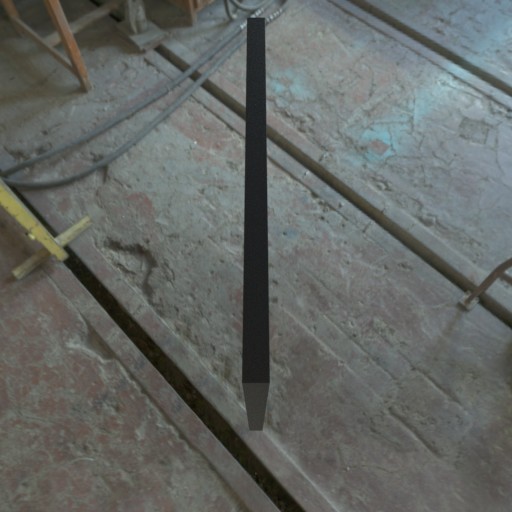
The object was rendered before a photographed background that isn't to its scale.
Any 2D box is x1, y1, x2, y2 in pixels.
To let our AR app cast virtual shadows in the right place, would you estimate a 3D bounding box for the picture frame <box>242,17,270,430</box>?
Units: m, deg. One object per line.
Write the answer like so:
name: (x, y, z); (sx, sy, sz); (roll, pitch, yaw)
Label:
picture frame: (0.000, 0.000, 0.821); (0.029, 0.557, 0.559); (0, 64, 0)
